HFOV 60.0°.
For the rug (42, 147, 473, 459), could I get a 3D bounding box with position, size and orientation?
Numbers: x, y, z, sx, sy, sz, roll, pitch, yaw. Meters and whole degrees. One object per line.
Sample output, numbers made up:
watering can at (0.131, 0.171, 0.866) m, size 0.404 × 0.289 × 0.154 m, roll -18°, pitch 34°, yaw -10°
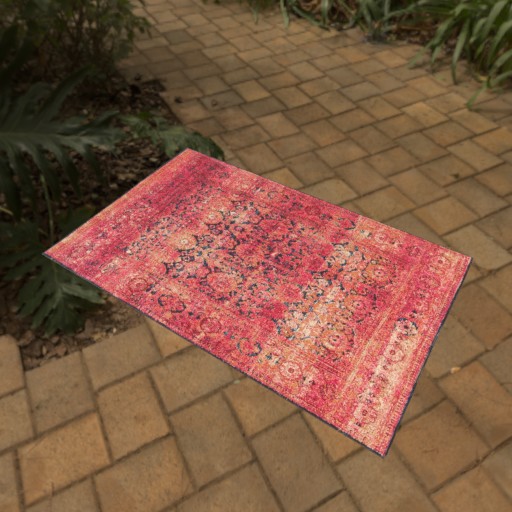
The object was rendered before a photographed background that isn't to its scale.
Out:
rug at (0.000, 0.000, 2.960) m, size 2.449 × 0.018 × 1.539 m, roll 25°, pitch 51°, yaw 22°
